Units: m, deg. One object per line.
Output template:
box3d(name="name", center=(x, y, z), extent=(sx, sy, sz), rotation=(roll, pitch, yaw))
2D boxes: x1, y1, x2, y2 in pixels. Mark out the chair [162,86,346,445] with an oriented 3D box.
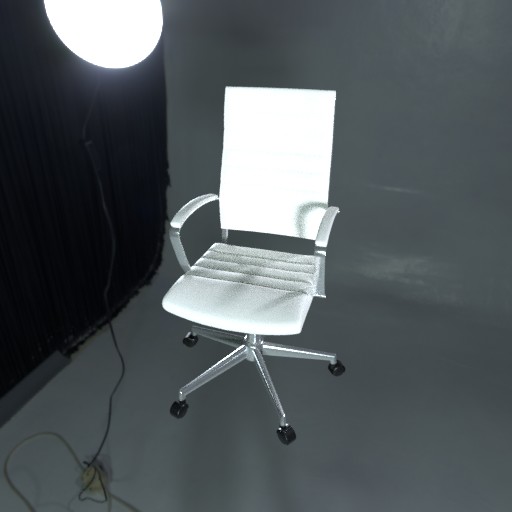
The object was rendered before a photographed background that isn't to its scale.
box3d(name="chair", center=(0.000, 0.000, 1.713), extent=(0.766, 1.149, 0.739), rotation=(8, 29, 15))
